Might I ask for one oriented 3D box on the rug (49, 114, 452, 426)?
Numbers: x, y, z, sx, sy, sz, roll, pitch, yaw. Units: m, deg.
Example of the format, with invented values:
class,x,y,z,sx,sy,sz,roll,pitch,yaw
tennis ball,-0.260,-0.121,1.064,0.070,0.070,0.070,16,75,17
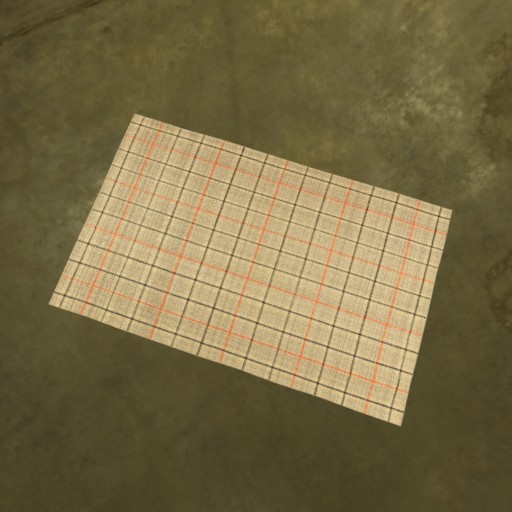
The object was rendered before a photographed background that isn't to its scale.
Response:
class,x,y,z,sx,sy,sz,roll,pitch,yaw
rug,0.000,0.000,3.069,2.439,0.015,1.524,18,76,5
